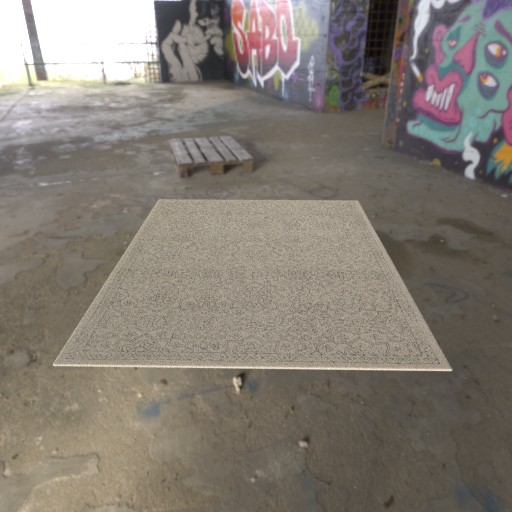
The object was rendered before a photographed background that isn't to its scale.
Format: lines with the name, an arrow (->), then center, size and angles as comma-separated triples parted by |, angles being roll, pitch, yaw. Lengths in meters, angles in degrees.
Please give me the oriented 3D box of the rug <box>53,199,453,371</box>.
rug -> 0.000, 0.000, 4.062 | 2.441, 0.015, 3.050 | 0, 27, 1
